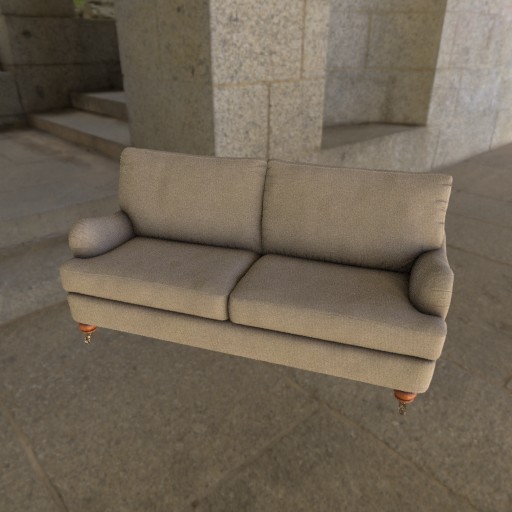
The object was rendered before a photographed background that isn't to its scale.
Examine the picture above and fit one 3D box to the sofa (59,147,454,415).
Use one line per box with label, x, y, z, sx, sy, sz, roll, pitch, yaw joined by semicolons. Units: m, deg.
sofa;0.000;0.000;2.740;2.193;1.096;1.069;8;27;16
